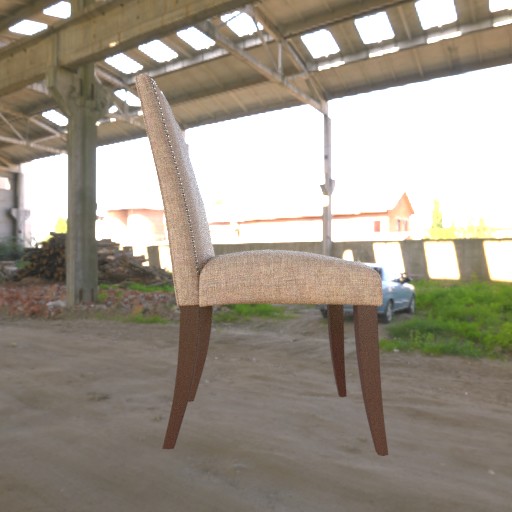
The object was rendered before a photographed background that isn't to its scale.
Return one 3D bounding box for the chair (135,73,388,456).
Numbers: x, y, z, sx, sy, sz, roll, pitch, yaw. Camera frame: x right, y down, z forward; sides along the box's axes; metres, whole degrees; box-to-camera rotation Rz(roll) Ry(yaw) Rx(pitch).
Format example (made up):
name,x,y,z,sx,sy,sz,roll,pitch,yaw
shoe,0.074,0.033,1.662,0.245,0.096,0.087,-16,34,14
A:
name,x,y,z,sx,sy,sz,roll,pitch,yaw
chair,0.000,0.000,1.374,0.660,1.016,0.513,0,-1,-1
